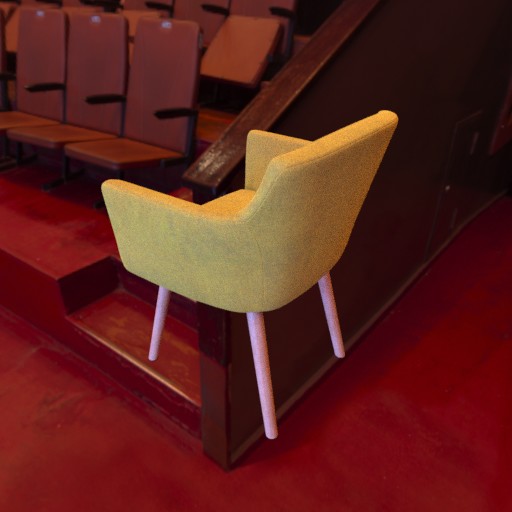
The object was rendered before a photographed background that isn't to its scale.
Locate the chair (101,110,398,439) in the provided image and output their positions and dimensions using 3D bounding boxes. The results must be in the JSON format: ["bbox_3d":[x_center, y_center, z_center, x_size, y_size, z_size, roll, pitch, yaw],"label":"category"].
[{"bbox_3d":[0.000,0.000,1.200,0.570,0.780,0.570,22,37,32],"label":"chair"}]
